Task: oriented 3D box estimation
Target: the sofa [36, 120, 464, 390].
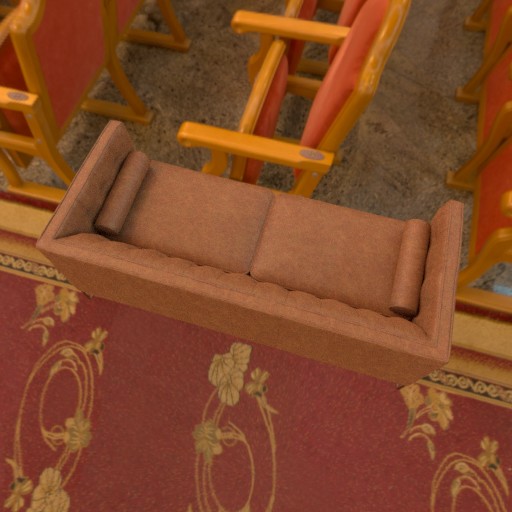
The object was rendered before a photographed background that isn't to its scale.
[{"bbox_3d":[0.000,0.000,2.623,2.079,0.798,0.912,15,65,7],"label":"sofa"}]
